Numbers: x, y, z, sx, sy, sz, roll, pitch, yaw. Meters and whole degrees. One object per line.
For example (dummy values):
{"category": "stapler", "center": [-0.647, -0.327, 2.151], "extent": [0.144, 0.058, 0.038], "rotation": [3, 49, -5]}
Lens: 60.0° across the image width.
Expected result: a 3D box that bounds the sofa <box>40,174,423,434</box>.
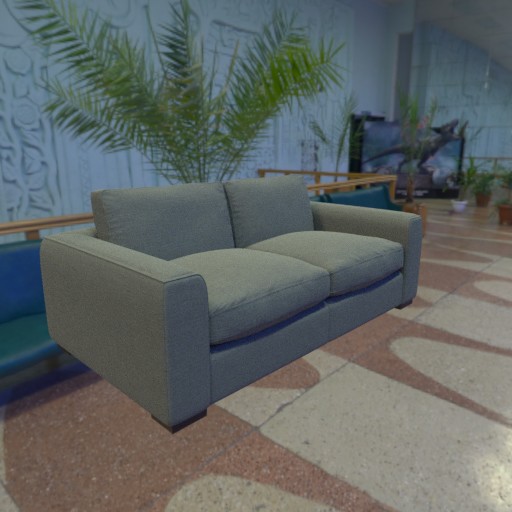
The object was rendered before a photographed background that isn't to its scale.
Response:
{"category": "sofa", "center": [0.000, 0.000, 2.446], "extent": [1.069, 0.800, 1.920], "rotation": [14, 20, 43]}
